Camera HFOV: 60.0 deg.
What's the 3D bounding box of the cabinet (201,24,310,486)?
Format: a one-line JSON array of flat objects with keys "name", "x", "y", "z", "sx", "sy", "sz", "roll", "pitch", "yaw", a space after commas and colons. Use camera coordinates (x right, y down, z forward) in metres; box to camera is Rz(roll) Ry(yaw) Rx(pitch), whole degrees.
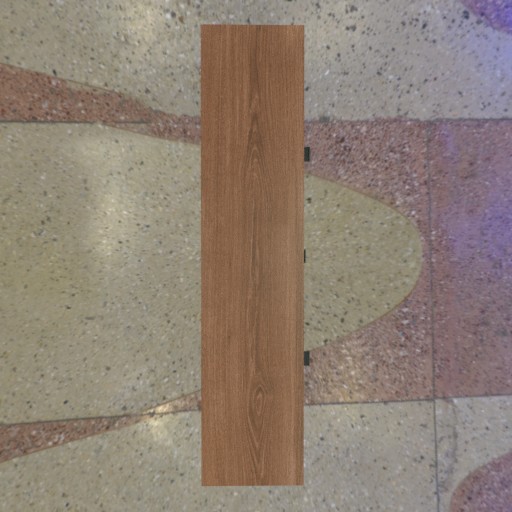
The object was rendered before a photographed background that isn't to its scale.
[{"name": "cabinet", "x": 0.000, "y": 0.000, "z": 1.836, "sx": 0.400, "sy": 0.500, "sz": 1.650, "roll": 0, "pitch": 91, "yaw": -1}]
